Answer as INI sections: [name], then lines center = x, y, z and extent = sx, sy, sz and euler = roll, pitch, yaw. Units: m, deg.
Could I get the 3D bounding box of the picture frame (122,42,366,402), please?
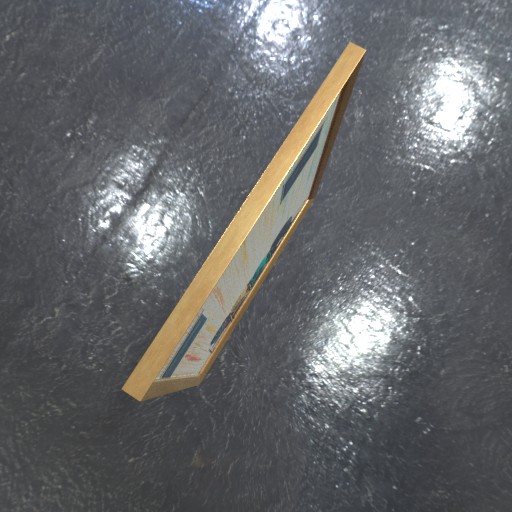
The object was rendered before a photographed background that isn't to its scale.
[picture frame]
center = 0.000, 0.000, 1.146
extent = 0.037, 0.761, 0.758
euler = 31, 78, 7
